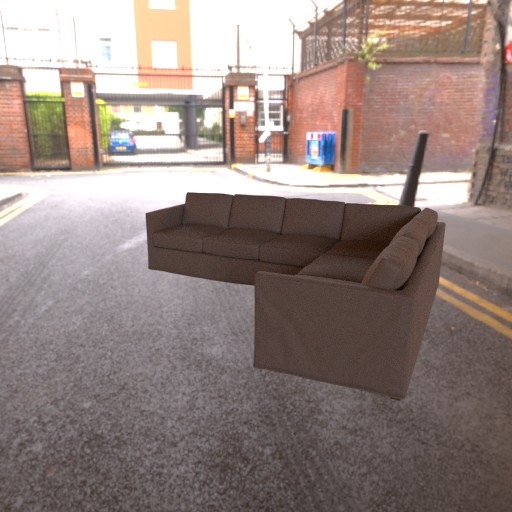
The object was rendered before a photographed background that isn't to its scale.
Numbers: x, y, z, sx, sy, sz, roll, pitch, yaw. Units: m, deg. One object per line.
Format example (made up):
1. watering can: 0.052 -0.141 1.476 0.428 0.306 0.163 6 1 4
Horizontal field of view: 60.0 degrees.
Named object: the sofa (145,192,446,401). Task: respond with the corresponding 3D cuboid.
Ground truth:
1. sofa: 0.000 0.000 4.260 3.182 0.871 2.432 8 17 25
